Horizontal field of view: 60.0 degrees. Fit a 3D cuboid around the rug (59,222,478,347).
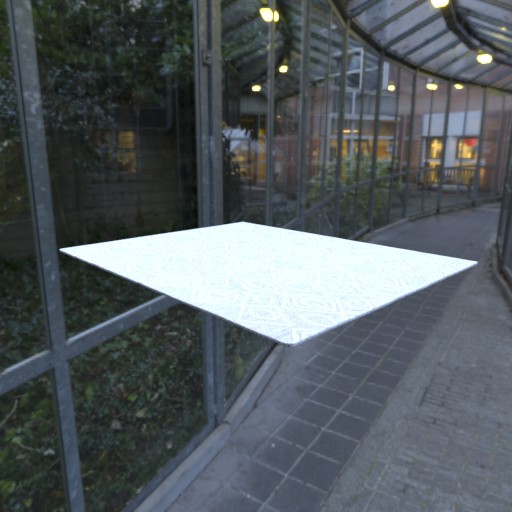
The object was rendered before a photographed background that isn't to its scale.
[{"bbox_3d":[0.000,0.000,4.087,2.449,0.025,3.049,-13,18,-42],"label":"rug"}]
